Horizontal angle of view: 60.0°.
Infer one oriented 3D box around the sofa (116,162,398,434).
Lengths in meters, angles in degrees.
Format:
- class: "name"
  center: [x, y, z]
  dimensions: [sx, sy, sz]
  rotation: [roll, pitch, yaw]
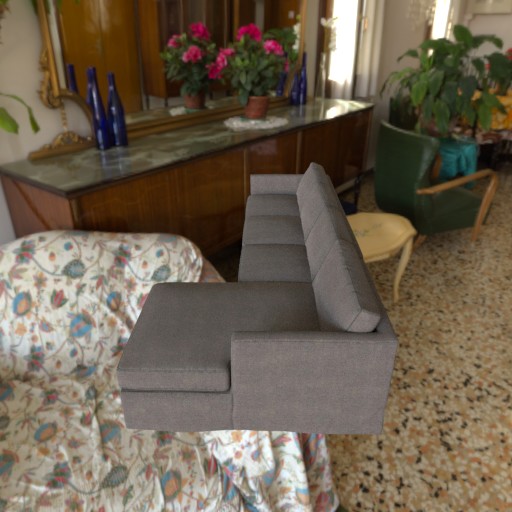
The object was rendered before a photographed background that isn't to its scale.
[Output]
- class: "sofa"
  center: [0.000, 0.000, 3.958]
  dimensions: [1.650, 0.922, 3.205]
  rotation: [1, 27, 1]
